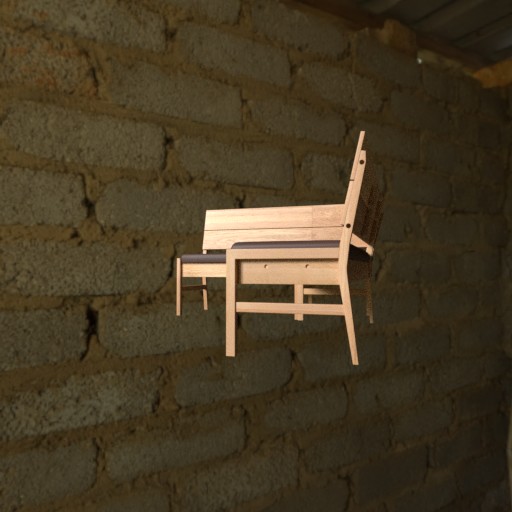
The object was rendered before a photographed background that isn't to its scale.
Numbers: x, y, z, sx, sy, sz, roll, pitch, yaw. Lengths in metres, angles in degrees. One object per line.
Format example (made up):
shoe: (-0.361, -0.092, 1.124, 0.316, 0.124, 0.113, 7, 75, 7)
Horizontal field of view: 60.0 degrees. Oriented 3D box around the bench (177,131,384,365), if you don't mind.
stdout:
bench: (0.000, 0.000, 2.840, 1.549, 0.890, 1.975, -1, -2, 17)
